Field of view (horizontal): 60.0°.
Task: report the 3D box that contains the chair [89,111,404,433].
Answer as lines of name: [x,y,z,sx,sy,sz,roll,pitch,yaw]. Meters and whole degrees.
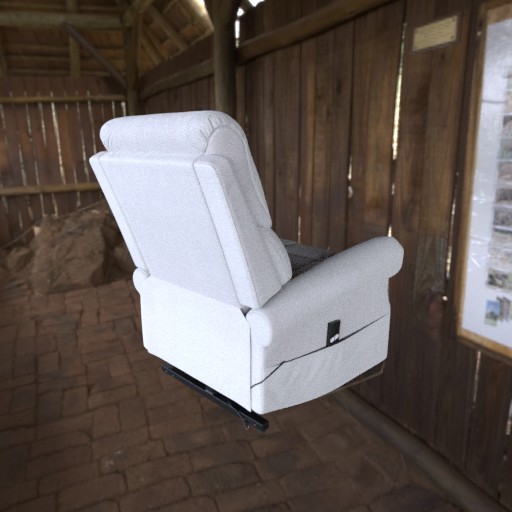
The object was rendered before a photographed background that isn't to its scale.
chair: [0.000,0.000,1.736,0.871,1.031,0.979,14,20,43]
